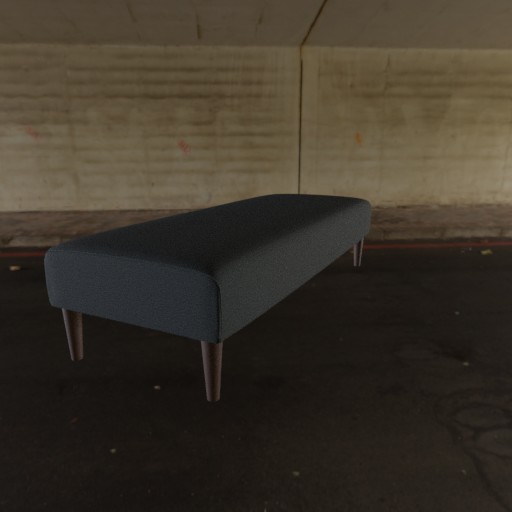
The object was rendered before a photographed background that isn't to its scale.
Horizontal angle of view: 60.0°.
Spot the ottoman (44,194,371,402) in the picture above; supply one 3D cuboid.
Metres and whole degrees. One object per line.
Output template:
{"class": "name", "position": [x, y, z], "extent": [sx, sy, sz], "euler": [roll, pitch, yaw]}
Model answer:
{"class": "ottoman", "position": [0.000, 0.000, 1.905], "extent": [0.646, 0.393, 1.609], "euler": [7, 16, 26]}
